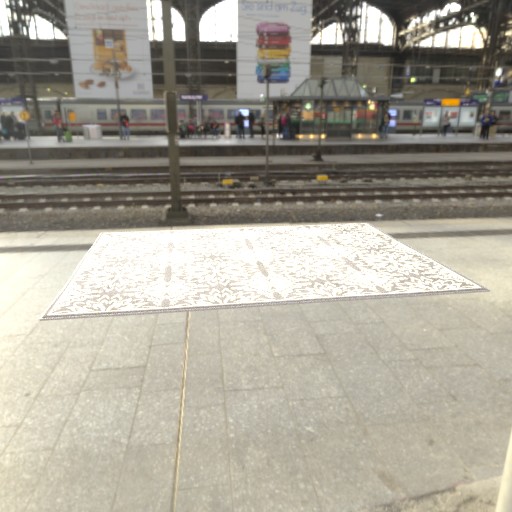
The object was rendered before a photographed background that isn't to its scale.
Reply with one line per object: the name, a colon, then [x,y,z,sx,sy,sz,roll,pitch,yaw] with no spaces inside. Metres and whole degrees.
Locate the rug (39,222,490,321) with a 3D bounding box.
rug: [0.000,0.000,2.893,2.213,0.014,1.608,-3,17,-9]
